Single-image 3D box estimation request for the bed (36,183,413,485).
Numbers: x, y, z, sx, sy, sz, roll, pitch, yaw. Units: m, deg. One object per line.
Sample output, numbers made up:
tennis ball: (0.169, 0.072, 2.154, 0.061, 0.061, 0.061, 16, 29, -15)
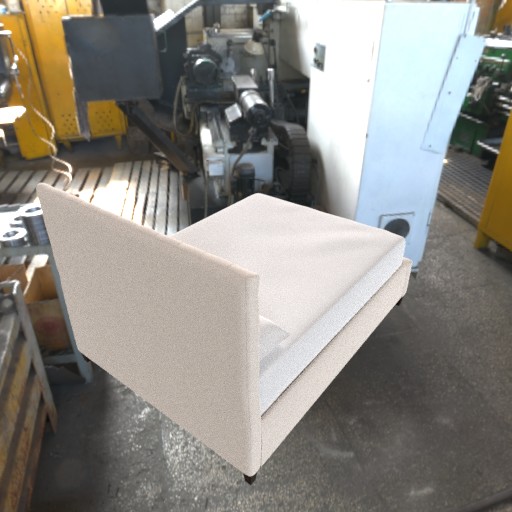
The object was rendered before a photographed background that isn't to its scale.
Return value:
bed: (0.000, 0.000, 3.331, 1.696, 1.426, 2.233, 22, 37, 32)
